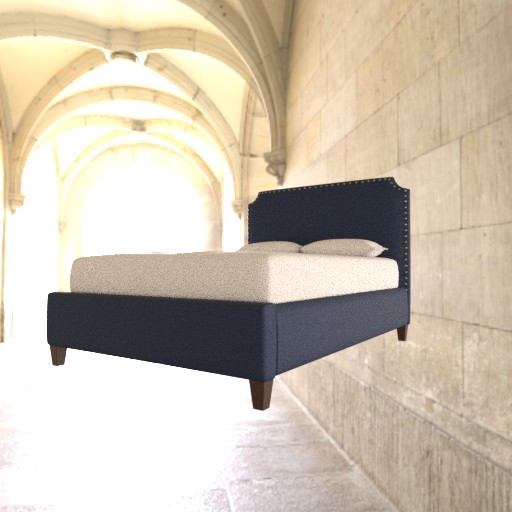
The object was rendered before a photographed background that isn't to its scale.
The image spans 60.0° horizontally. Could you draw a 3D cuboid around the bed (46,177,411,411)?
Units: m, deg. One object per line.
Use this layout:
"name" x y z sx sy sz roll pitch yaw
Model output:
"bed" 0.000 0.000 3.382 1.712 1.443 2.372 -1 -2 34
